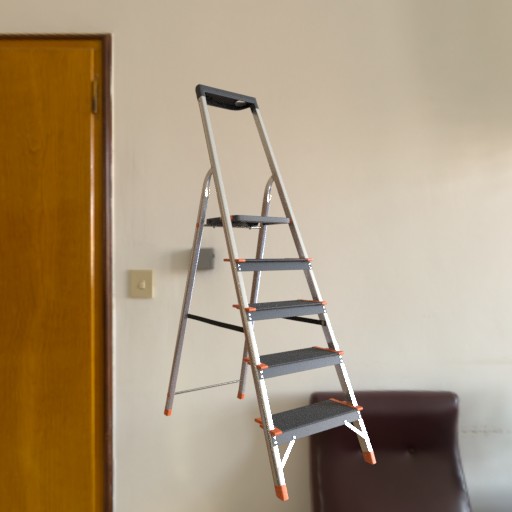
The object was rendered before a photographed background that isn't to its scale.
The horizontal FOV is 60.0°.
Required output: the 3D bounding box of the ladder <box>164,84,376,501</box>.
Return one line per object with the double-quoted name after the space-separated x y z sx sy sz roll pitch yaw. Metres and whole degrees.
0.000 0.000 2.029 0.480 1.646 0.995 0 0 -35 "ladder"
